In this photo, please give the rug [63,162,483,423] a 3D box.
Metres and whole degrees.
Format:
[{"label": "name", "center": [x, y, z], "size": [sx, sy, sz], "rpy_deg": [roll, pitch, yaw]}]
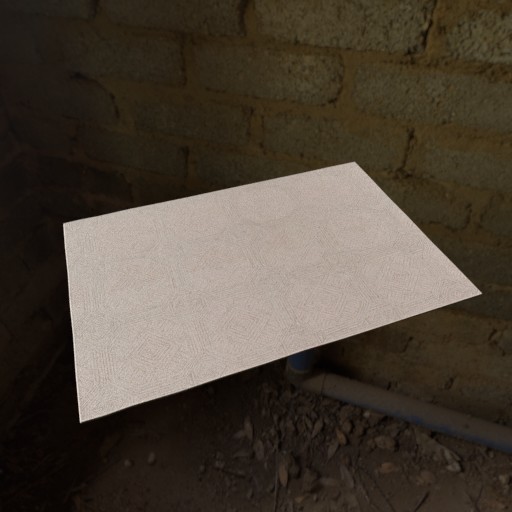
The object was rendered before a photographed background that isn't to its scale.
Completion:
[{"label": "rug", "center": [0.000, 0.000, 2.283], "size": [1.839, 0.009, 1.236], "rpy_deg": [-14, 46, -14]}]
